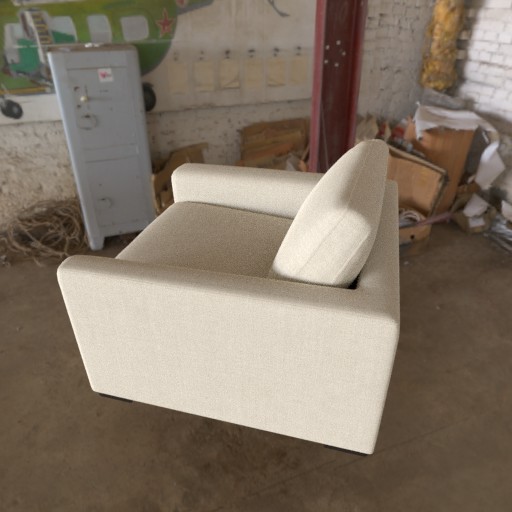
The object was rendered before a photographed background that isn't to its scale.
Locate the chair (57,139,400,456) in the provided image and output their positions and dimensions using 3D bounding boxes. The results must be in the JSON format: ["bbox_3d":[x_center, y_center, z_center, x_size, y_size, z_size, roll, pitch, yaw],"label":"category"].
[{"bbox_3d":[0.000,0.000,1.841,1.100,0.876,1.070,8,32,13],"label":"chair"}]
